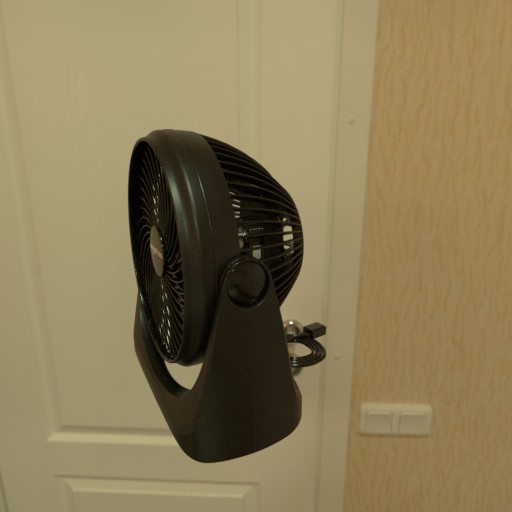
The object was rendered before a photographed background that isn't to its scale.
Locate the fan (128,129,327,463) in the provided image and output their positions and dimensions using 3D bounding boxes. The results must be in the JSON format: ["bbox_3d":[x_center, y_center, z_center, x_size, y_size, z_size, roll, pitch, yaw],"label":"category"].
[{"bbox_3d":[0.000,0.000,0.501,0.256,0.277,0.273,-8,19,-25],"label":"fan"}]
